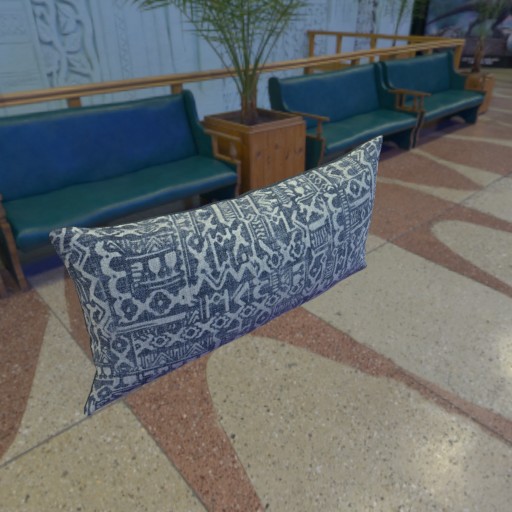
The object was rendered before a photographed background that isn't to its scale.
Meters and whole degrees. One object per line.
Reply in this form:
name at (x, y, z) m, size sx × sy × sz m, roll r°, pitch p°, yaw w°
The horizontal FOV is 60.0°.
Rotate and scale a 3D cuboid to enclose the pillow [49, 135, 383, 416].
pillow at (0.000, 0.000, 0.729) m, size 0.631 × 0.292 × 0.148 m, roll -23°, pitch 37°, yaw -34°
